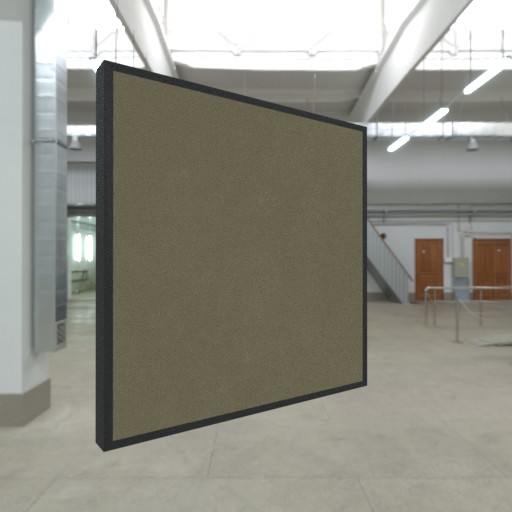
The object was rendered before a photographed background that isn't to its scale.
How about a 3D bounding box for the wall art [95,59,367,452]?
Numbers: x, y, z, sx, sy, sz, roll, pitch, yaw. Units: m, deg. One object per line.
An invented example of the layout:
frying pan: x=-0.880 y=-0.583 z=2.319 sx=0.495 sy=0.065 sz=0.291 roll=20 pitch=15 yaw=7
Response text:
wall art: x=0.000 y=0.000 z=0.735 sx=0.509 sy=0.507 sz=0.037 roll=0 pitch=0 yaw=-36
